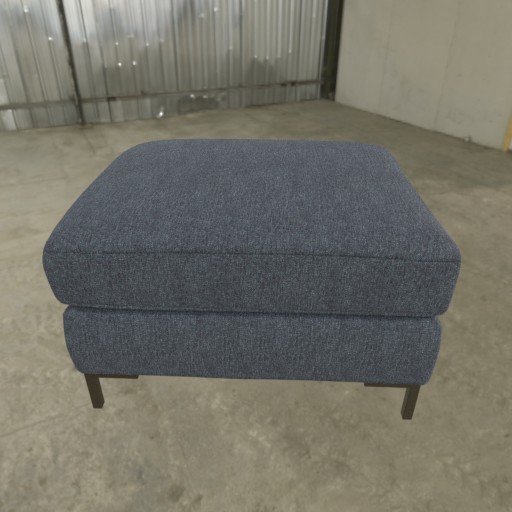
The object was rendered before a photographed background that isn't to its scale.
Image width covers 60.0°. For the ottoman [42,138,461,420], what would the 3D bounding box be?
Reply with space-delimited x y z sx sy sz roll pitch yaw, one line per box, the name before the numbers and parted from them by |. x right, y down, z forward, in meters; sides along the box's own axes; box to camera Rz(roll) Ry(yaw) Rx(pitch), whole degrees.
ottoman | 0.000 0.000 1.243 0.831 0.533 0.695 1 31 2
